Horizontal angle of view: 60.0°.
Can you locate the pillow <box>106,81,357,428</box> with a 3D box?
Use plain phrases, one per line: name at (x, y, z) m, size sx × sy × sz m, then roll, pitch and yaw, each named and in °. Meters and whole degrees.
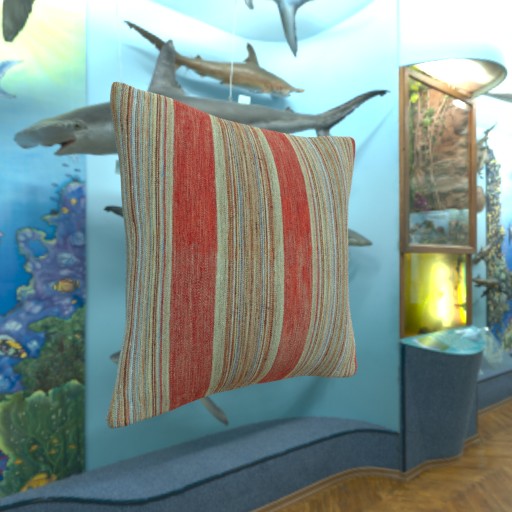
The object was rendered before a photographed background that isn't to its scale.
pillow at (0.000, 0.000, 0.654) m, size 0.437 × 0.419 × 0.136 m, roll 0°, pitch -1°, yaw -36°
